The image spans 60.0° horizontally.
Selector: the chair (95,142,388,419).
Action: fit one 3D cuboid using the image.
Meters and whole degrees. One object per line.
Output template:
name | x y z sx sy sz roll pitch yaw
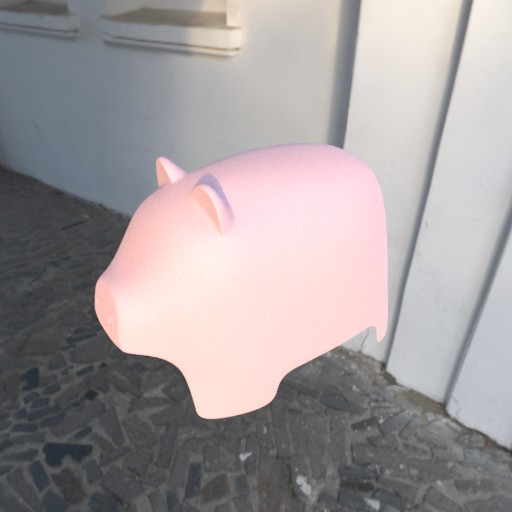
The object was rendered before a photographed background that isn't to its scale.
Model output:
chair | 0.000 0.000 0.872 0.619 0.423 0.364 -21 38 -30
